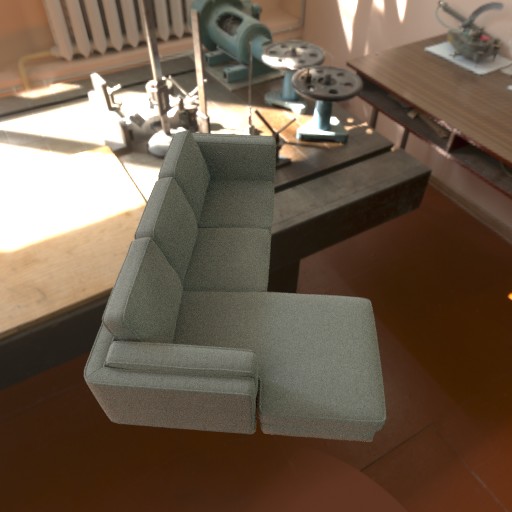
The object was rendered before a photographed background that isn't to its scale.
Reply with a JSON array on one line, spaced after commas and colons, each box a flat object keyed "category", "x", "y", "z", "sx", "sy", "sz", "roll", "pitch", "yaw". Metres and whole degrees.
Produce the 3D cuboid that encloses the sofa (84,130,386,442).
[{"category": "sofa", "x": 0.000, "y": 0.000, "z": 3.195, "sx": 1.604, "sy": 0.929, "sz": 2.411, "roll": 3, "pitch": 46, "yaw": 3}]
